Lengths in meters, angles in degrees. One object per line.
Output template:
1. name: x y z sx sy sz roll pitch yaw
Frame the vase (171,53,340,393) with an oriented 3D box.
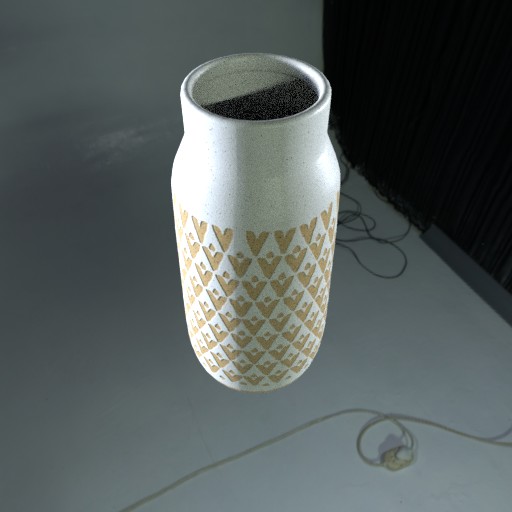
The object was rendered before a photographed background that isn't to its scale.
1. vase: 0.000 0.000 0.379 0.137 0.307 0.137 0 48 0
